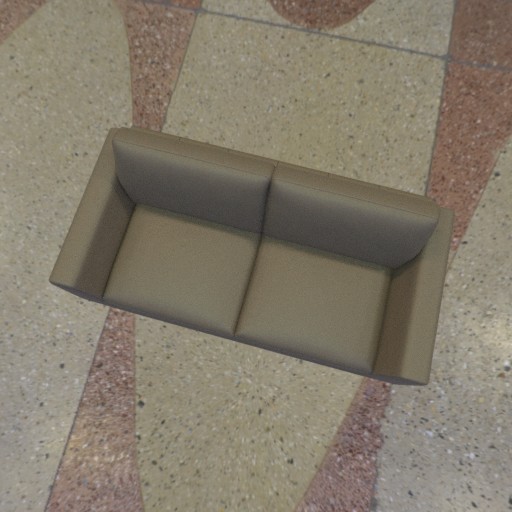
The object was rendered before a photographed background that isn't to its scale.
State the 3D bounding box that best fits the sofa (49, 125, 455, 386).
[{"bbox_3d":[0.000,0.000,2.514,2.017,0.875,0.953,15,75,4],"label":"sofa"}]
